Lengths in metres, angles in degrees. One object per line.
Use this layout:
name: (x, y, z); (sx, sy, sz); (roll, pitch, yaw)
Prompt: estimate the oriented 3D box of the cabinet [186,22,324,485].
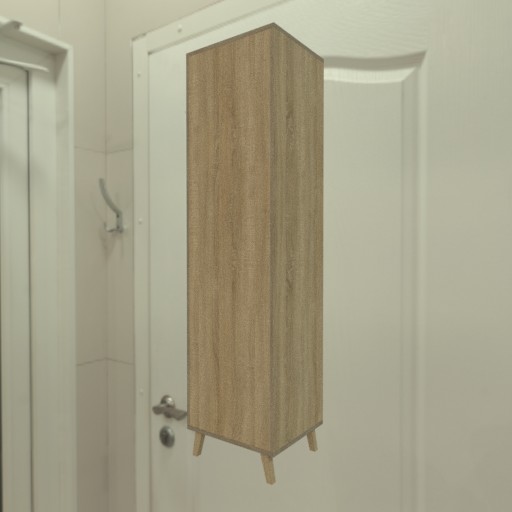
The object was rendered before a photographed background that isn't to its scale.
cabinet: (0.000, 0.000, 2.195); (0.510, 1.960, 0.450); (1, 1, 36)
